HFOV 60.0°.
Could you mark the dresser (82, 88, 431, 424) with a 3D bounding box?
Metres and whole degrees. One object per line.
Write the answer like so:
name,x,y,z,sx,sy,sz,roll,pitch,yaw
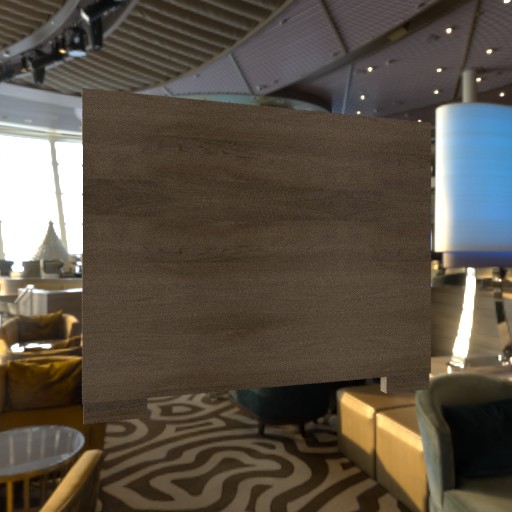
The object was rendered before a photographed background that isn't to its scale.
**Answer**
dresser,0.000,0.000,1.404,0.994,0.816,0.404,0,0,-16
